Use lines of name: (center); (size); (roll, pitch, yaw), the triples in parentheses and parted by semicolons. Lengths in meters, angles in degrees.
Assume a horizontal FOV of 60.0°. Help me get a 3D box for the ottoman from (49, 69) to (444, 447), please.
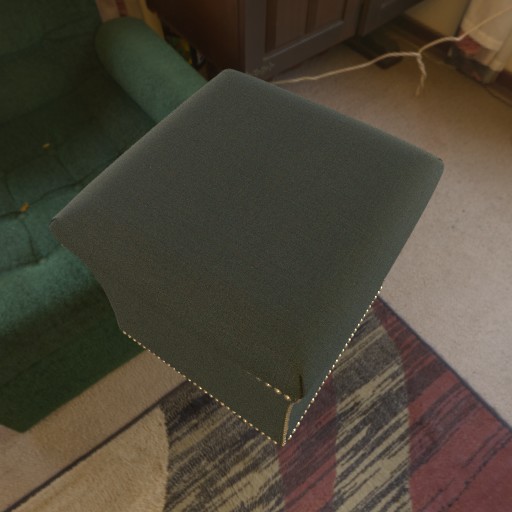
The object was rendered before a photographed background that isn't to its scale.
ottoman: (0.000, 0.000, 0.903); (0.497, 0.475, 0.507); (30, 62, 18)
